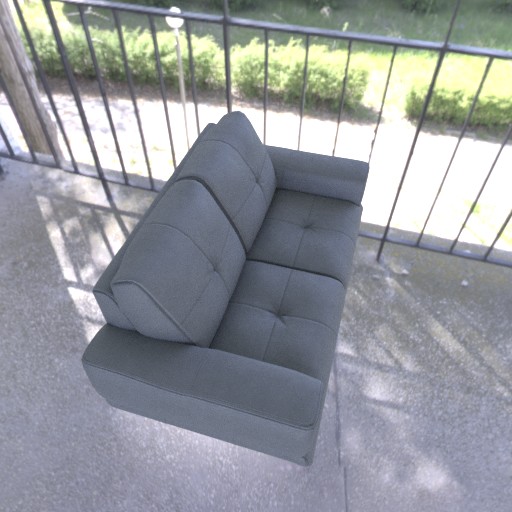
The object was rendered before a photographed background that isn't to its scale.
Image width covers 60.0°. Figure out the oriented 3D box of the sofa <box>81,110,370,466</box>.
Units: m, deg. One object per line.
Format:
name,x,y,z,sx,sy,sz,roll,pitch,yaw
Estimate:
sofa,0.000,0.000,2.364,1.018,0.907,1.806,12,48,11
